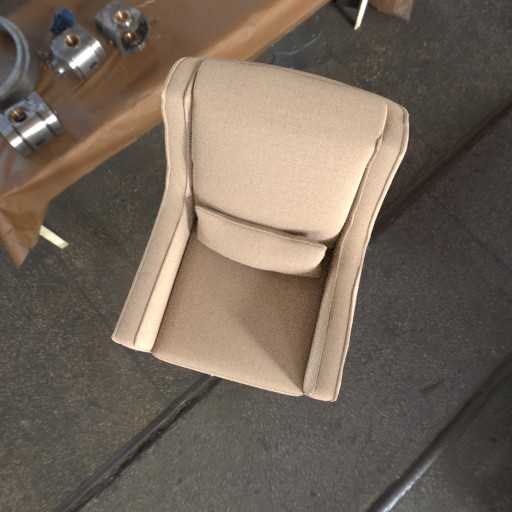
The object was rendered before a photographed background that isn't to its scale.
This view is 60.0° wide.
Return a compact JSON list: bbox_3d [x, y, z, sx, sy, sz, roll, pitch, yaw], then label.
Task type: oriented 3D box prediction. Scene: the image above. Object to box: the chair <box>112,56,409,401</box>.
[{"bbox_3d":[0.000,0.000,1.586,0.732,0.993,0.879,14,76,4],"label":"chair"}]
